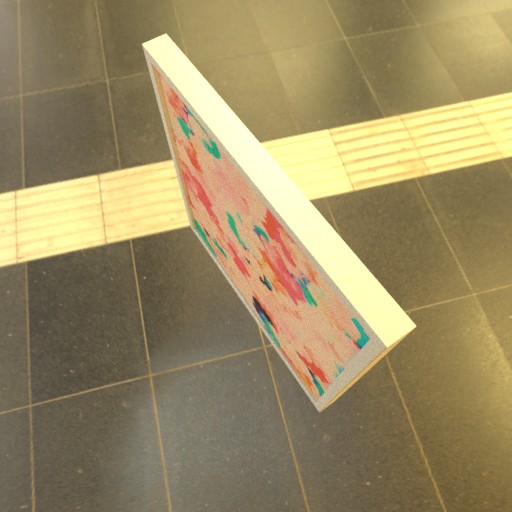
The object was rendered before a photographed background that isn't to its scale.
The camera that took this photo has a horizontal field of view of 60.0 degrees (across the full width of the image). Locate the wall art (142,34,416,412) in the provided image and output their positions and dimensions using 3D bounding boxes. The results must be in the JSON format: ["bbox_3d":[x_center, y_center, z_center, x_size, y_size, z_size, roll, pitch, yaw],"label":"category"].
[{"bbox_3d":[0.000,0.000,0.746,0.038,0.505,0.506,-31,68,-14],"label":"wall art"}]
